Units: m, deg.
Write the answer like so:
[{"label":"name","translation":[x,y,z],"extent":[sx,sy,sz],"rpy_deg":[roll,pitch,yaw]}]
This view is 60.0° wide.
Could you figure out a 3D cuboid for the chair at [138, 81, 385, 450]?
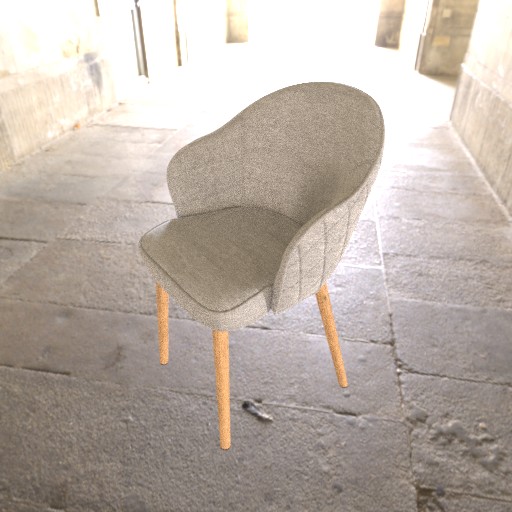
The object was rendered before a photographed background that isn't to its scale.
[{"label":"chair","translation":[0.000,0.000,1.155],"extent":[0.530,0.800,0.540],"rpy_deg":[-20,37,-30]}]
